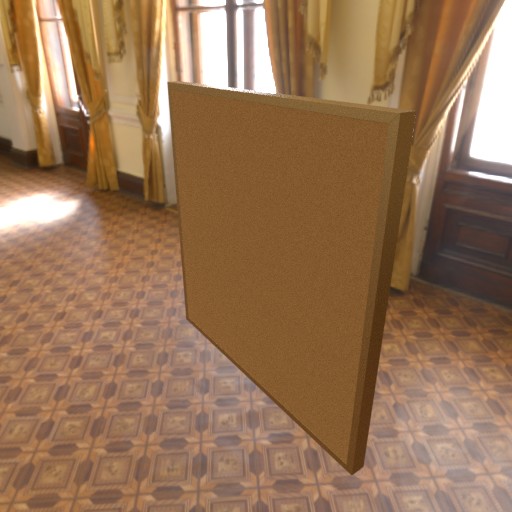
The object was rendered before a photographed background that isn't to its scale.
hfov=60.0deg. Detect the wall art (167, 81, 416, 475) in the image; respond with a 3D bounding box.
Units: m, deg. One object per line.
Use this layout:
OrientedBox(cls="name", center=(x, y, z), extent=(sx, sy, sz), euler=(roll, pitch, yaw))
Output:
OrientedBox(cls="wall art", center=(0.000, 0.000, 1.094), extent=(0.038, 0.762, 0.762), euler=(-17, 30, -32))
